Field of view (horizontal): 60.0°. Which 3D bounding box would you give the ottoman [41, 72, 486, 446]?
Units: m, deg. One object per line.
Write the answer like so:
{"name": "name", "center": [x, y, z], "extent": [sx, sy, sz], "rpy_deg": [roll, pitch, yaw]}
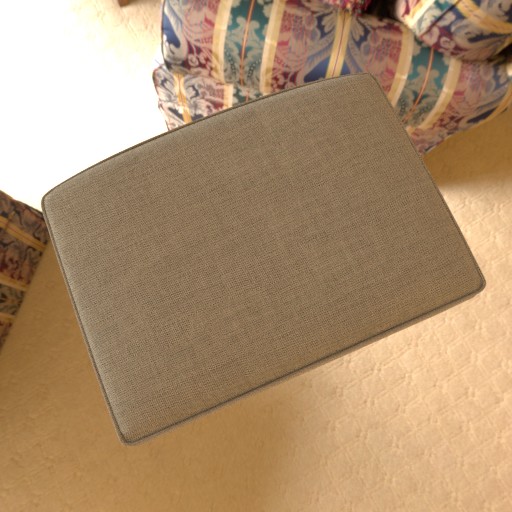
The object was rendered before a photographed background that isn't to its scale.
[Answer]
{"name": "ottoman", "center": [0.000, 0.000, 1.026], "extent": [0.750, 0.458, 0.555], "rpy_deg": [-22, 77, -5]}
